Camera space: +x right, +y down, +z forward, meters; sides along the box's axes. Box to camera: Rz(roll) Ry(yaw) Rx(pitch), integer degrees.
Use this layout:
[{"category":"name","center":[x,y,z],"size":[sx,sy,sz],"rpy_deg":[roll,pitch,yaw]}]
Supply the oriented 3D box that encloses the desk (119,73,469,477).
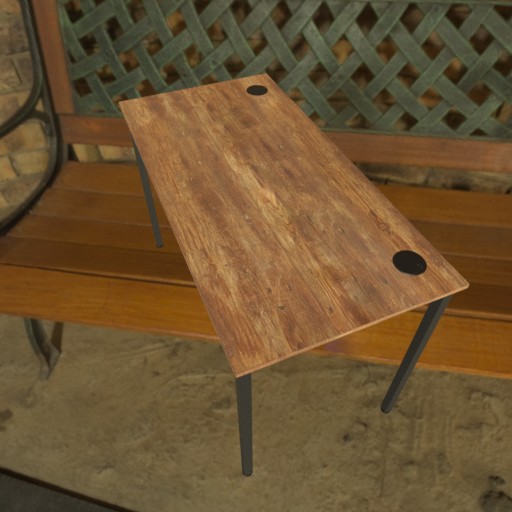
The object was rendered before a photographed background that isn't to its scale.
[{"category":"desk","center":[0.000,0.000,1.625],"size":[0.600,0.749,1.200],"rpy_deg":[-17,50,-15]}]
